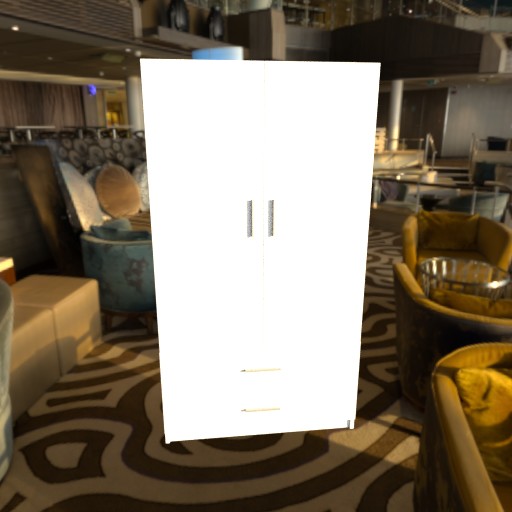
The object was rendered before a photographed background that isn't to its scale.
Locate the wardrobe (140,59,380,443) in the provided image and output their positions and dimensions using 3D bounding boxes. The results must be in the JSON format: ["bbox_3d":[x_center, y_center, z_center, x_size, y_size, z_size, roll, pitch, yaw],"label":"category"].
[{"bbox_3d":[0.000,0.000,2.313,0.991,1.808,0.577,-2,16,-7],"label":"wardrobe"}]
